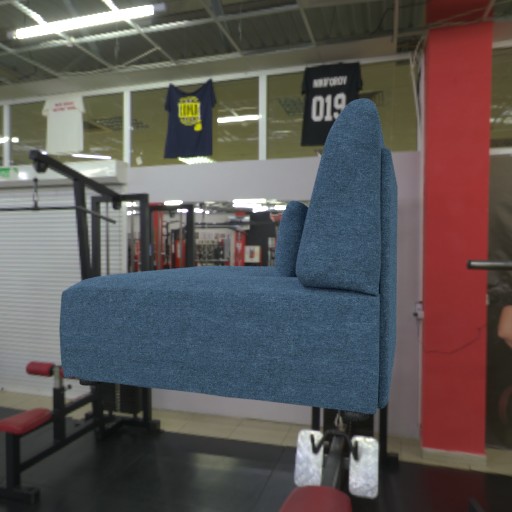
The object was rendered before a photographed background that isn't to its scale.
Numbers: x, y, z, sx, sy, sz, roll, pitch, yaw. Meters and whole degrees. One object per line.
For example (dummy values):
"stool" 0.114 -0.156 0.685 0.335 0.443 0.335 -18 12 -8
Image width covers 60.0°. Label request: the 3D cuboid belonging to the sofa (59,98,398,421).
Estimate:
"sofa" 0.000 0.000 1.675 1.000 0.820 0.930 0 1 19
